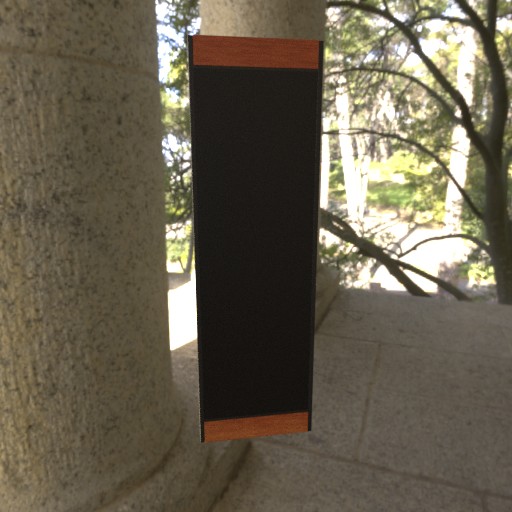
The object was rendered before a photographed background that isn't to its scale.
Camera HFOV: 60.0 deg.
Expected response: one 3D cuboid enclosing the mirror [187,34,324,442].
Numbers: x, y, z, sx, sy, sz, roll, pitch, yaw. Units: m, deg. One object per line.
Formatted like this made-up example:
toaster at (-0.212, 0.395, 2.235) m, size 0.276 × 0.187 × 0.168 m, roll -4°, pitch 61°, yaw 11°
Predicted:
mirror at (0.000, 0.000, 1.247) m, size 0.343 × 1.123 × 0.047 m, roll -2°, pitch 13°, yaw -9°
